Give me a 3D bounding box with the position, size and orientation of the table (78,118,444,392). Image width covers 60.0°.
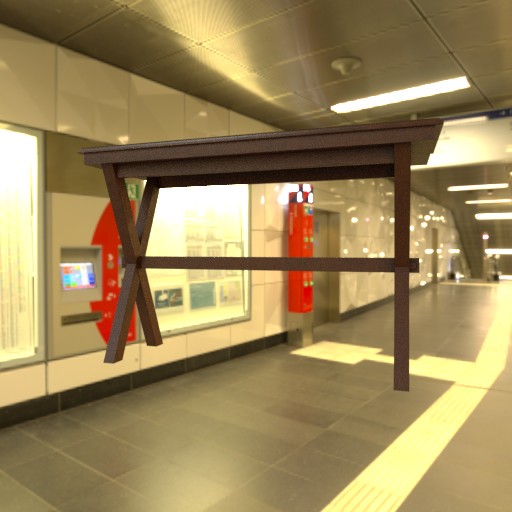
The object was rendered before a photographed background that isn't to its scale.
[{"bbox_3d":[0.000,0.000,1.579,1.197,0.763,0.399,0,1,18],"label":"table"}]
